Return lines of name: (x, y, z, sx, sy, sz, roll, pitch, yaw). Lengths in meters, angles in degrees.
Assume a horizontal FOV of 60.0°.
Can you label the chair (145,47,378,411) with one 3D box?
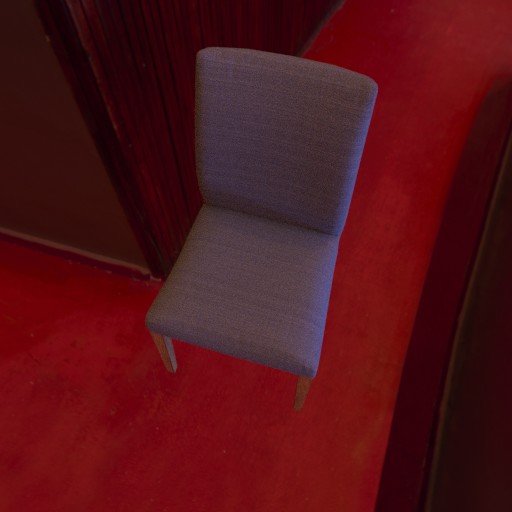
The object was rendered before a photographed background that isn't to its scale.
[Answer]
chair: (0.000, 0.000, 1.300, 0.496, 0.940, 0.585, 14, 61, 8)
